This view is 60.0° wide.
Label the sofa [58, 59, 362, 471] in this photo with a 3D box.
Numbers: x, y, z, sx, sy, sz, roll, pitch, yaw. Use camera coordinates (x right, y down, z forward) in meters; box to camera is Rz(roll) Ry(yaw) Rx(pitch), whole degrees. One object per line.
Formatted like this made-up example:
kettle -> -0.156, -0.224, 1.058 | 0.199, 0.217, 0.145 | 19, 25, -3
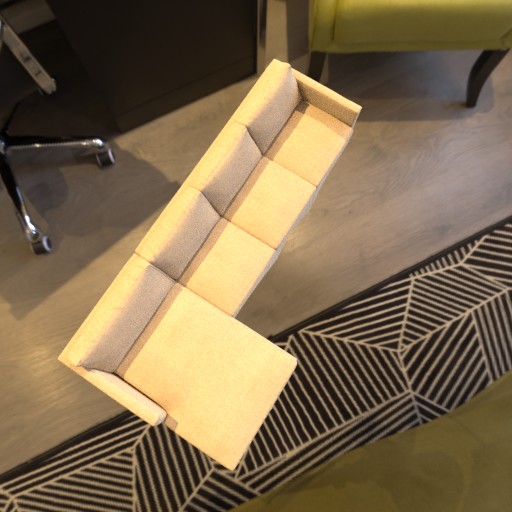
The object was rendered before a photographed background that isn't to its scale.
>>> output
sofa -> 0.000, 0.000, 3.884 | 1.650, 0.922, 3.205 | 32, 79, 7
